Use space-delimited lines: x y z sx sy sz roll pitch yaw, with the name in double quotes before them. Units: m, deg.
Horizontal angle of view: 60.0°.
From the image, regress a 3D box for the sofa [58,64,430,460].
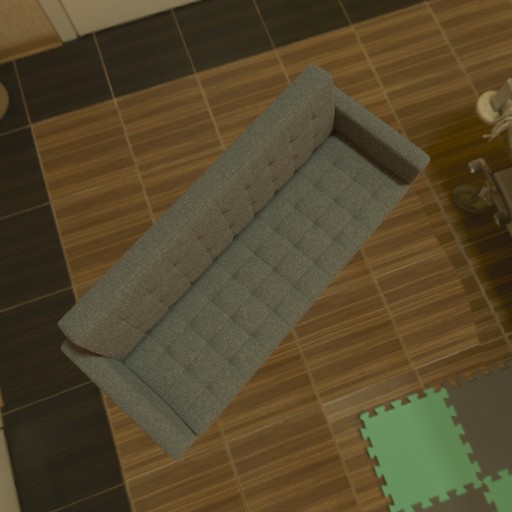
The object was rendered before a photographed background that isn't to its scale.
"sofa" 0.000 0.000 2.437 0.810 0.850 2.040 40 79 9
